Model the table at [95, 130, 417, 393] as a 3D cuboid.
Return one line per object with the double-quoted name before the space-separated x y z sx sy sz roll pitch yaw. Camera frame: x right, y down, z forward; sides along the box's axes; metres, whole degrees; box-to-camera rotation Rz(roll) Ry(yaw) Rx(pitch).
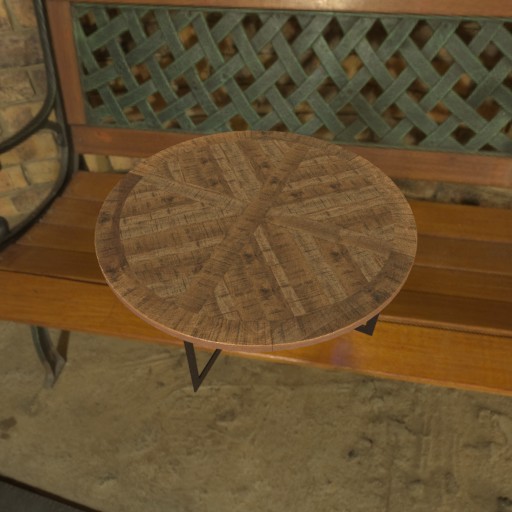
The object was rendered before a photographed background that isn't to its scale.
"table" 0.000 0.000 1.973 1.264 0.516 1.264 0 46 0
